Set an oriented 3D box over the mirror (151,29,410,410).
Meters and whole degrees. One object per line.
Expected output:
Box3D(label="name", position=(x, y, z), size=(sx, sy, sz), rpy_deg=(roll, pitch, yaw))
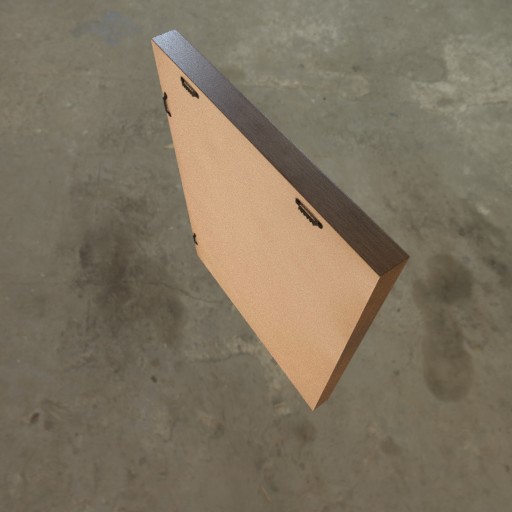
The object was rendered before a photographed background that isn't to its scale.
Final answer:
Box3D(label="mirror", position=(0.000, 0.000, 0.678), size=(0.041, 0.509, 0.406), rpy_deg=(-31, 64, -17))
